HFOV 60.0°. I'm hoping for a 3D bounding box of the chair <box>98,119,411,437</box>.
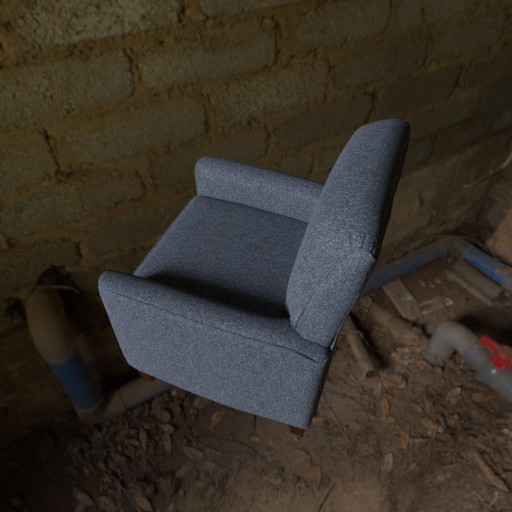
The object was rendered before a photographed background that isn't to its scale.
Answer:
[{"bbox_3d":[0.000,0.000,1.645,0.850,1.016,0.839,15,47,15],"label":"chair"}]
